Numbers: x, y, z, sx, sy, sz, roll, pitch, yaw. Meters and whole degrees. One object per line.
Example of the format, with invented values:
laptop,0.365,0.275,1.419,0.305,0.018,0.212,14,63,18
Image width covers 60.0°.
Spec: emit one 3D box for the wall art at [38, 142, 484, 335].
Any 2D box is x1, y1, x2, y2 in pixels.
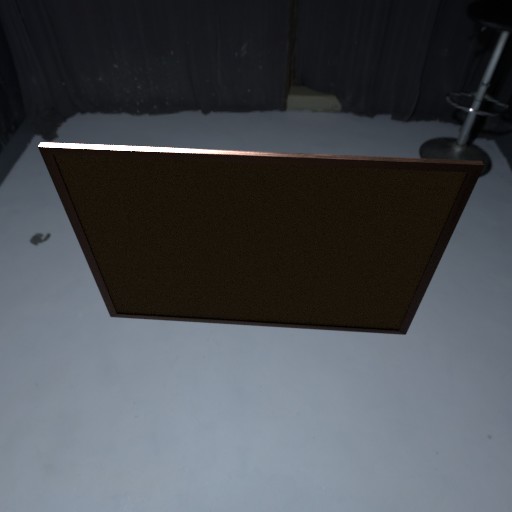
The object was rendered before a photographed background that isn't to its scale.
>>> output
wall art,0.000,0.000,1.020,0.816,0.559,0.014,3,48,3
